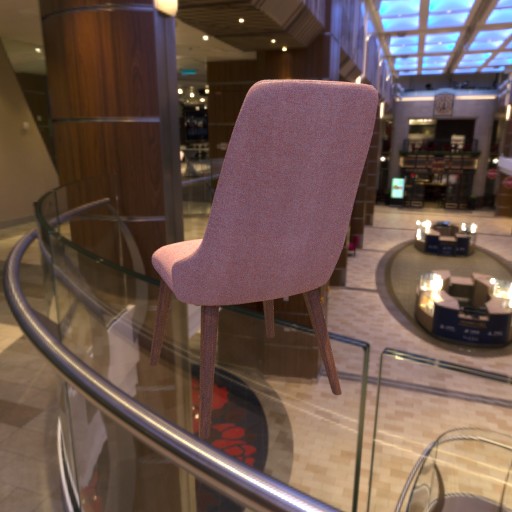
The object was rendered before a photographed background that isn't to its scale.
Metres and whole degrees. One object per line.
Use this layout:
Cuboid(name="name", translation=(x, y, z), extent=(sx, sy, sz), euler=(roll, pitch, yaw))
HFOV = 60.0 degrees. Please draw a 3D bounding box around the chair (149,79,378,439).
Cuboid(name="chair", translation=(0.000, 0.000, 1.331), extent=(0.535, 0.918, 0.707), euler=(-8, 17, -26))
